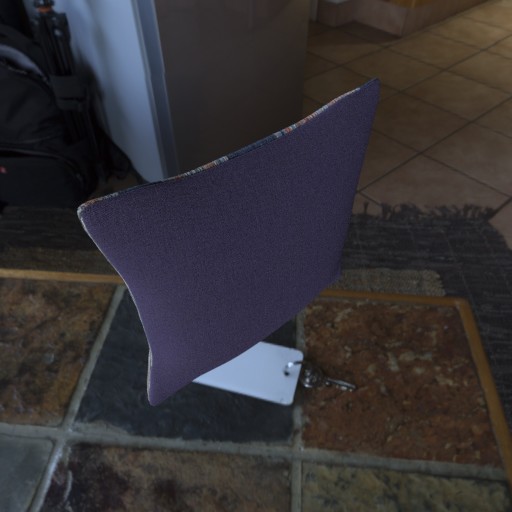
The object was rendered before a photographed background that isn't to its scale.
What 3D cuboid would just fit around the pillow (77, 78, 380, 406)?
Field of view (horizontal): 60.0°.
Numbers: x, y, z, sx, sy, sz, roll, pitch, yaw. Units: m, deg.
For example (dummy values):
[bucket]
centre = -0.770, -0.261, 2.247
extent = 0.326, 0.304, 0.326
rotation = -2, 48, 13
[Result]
[pillow]
centre = 0.000, 0.000, 0.655
extent = 0.437, 0.419, 0.136
rotation = -31, 54, -25
